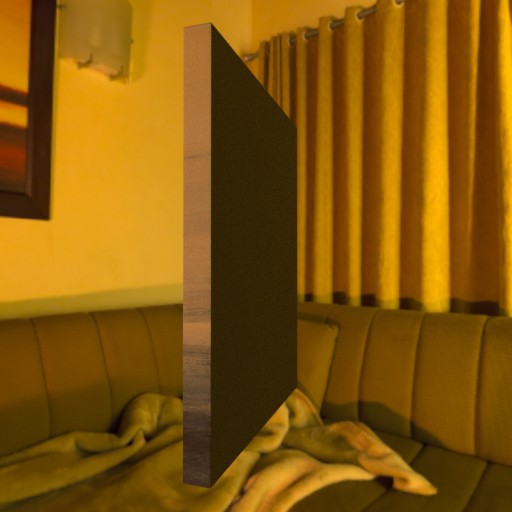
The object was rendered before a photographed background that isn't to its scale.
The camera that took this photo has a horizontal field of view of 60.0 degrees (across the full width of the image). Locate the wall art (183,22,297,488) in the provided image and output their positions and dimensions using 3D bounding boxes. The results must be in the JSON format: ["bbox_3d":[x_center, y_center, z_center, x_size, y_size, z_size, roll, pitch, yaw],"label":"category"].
[{"bbox_3d":[0.000,0.000,0.816,0.040,0.608,0.489,0,-1,19],"label":"wall art"}]
